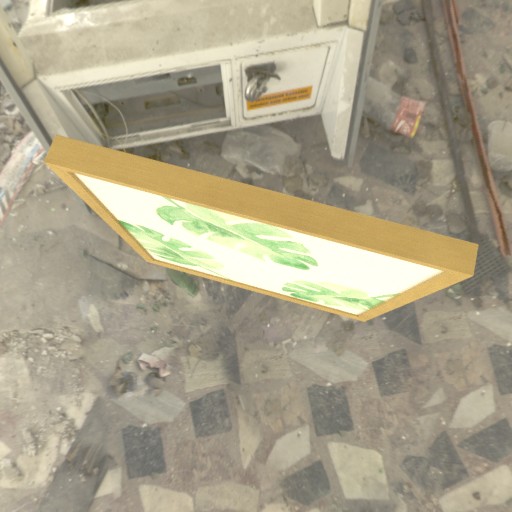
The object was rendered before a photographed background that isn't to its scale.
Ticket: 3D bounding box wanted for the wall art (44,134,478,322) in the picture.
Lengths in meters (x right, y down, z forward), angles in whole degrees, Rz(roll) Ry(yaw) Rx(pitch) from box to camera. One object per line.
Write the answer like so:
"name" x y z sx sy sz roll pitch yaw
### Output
"wall art" 0.000 0.000 0.755 0.508 0.508 0.038 15 76 4
